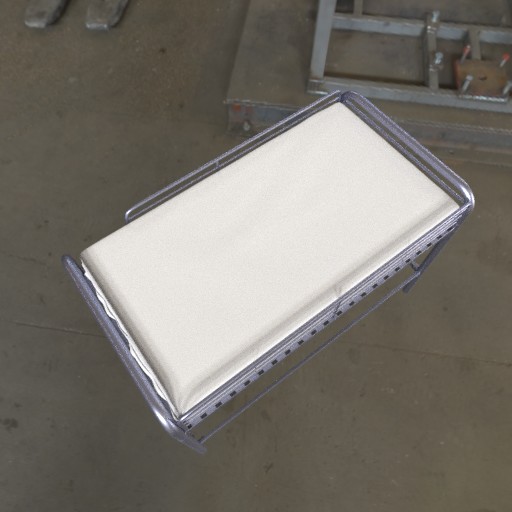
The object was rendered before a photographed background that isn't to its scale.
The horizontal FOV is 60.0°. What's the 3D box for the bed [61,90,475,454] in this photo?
[{"bbox_3d":[0.000,0.000,2.894,1.965,1.288,1.415,-34,67,-16],"label":"bed"}]
